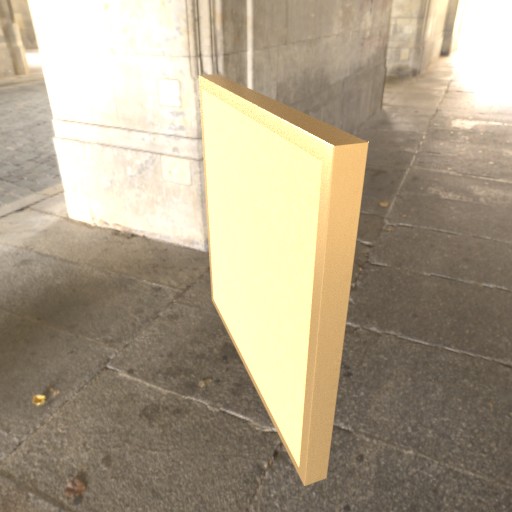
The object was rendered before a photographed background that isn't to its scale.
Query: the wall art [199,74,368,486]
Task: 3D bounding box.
[{"bbox_3d":[0.000,0.000,0.447,0.023,0.305,0.305,-10,31,-18],"label":"wall art"}]
